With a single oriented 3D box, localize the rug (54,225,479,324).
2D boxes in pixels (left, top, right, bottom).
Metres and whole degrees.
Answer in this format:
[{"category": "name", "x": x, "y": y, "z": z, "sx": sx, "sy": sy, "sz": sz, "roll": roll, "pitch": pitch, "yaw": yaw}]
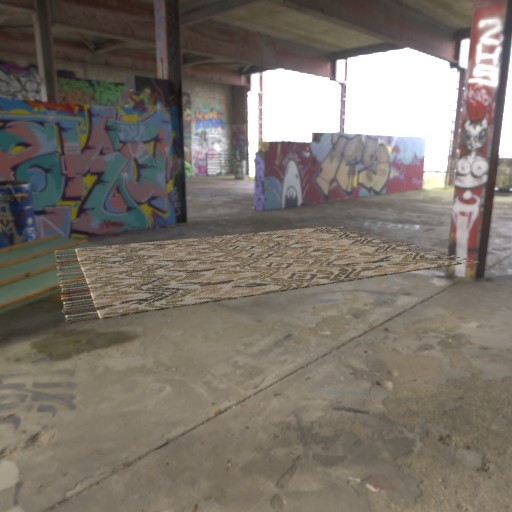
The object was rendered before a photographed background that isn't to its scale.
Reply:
[{"category": "rug", "x": 0.000, "y": 0.000, "z": 2.966, "sx": 2.438, "sy": 0.008, "sz": 1.524, "roll": -6, "pitch": 15, "yaw": -25}]
